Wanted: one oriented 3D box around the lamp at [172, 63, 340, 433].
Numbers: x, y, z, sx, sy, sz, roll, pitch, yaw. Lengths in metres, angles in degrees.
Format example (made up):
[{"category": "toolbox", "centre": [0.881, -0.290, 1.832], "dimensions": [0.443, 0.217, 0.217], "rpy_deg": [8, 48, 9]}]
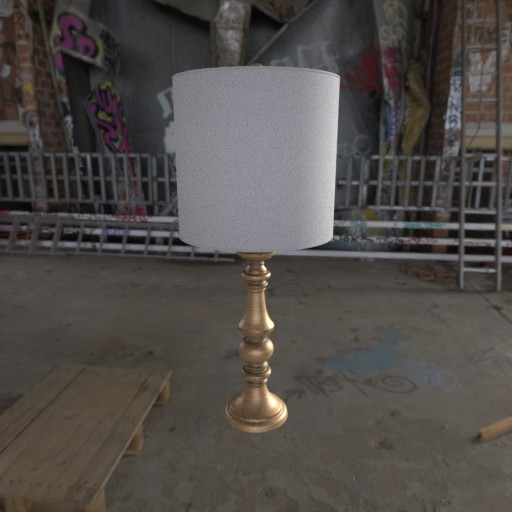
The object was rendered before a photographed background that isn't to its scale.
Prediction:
[{"category": "lamp", "centre": [0.000, 0.000, 0.740], "dimensions": [0.250, 0.597, 0.250], "rpy_deg": [7, 16, 26]}]
